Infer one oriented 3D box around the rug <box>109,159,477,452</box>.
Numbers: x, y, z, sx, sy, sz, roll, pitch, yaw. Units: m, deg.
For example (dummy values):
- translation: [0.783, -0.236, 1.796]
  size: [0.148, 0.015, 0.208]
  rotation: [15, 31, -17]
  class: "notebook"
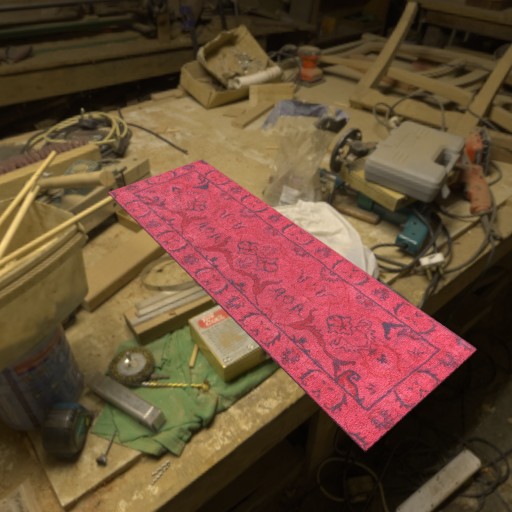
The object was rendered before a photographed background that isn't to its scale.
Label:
- translation: [0.000, 0.000, 2.686]
  size: [0.813, 0.018, 2.439]
  rotation: [-27, 47, -28]
  class: "rug"
